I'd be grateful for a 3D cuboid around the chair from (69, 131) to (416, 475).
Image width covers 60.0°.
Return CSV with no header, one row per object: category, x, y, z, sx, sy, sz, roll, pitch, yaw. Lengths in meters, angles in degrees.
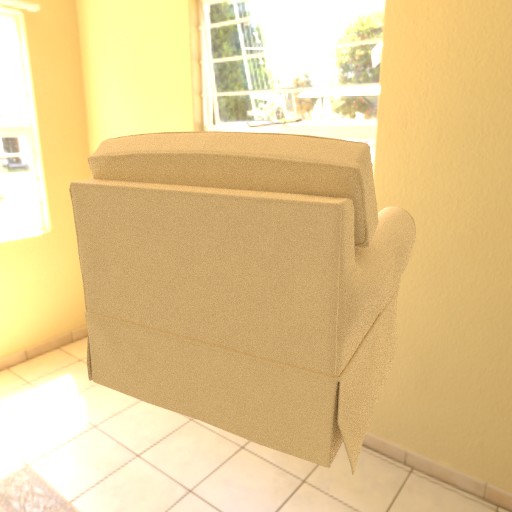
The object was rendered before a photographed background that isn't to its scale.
chair,0.000,0.000,1.757,1.099,0.958,0.904,9,18,27
